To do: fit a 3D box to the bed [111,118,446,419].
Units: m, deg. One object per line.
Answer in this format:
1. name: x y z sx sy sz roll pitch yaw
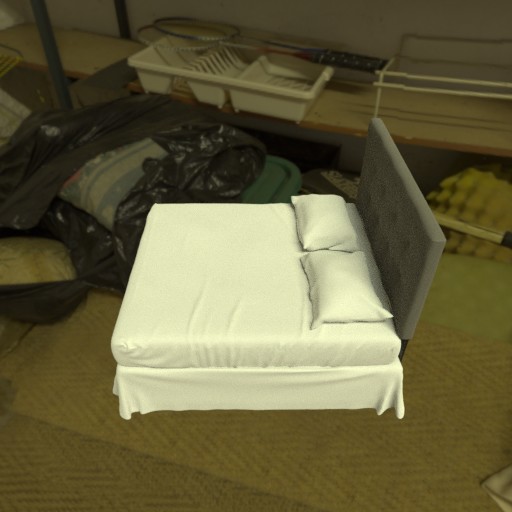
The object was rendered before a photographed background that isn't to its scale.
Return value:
1. bed: 0.000 0.000 3.490 2.222 1.577 1.936 0 40 0
